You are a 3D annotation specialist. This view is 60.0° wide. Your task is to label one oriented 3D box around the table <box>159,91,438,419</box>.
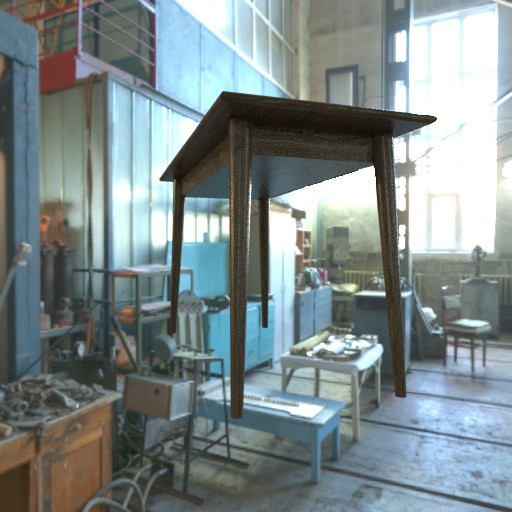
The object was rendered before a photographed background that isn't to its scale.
[{"bbox_3d":[0.000,0.000,1.721,0.599,0.780,1.300,0,1,-18],"label":"table"}]
